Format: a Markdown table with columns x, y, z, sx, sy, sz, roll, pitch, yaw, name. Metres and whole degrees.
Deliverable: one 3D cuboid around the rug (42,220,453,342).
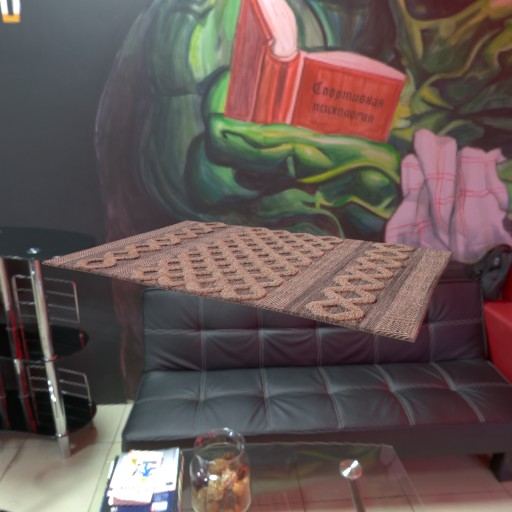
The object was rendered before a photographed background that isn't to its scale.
| x | y | z | sx | sy | sz | roll | pitch | yaw | name |
| --- | --- | --- | --- | --- | --- | --- | --- | --- | --- |
| 0.000 | 0.000 | 2.353 | 1.823 | 0.030 | 1.222 | 8 | 18 | 27 | rug |
